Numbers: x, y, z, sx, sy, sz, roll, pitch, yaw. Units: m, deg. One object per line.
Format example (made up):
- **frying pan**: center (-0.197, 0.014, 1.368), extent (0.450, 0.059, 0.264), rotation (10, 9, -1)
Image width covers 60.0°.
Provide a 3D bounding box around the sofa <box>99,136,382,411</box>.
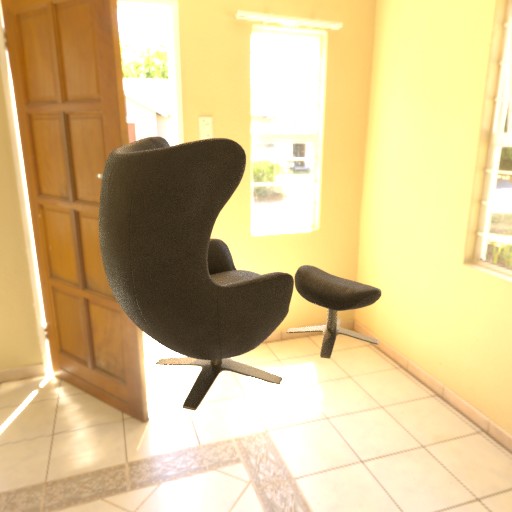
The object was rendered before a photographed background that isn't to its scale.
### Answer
- **sofa**: center (0.000, 0.000, 2.186), extent (1.444, 1.135, 0.894), rotation (-8, 17, -27)
